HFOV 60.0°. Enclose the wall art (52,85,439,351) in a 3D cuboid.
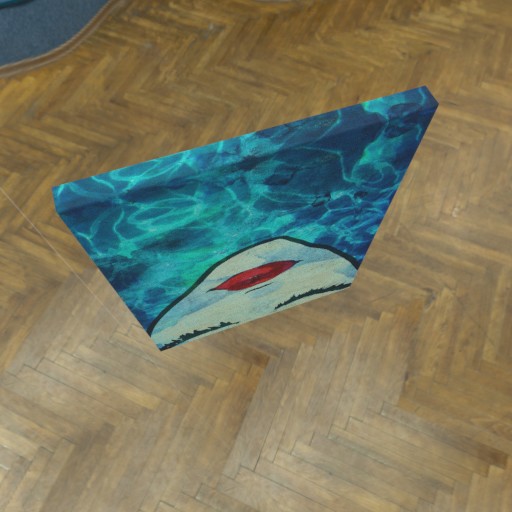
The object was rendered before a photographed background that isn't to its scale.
[{"bbox_3d":[0.000,0.000,0.846,0.508,0.635,0.038,-18,65,-9],"label":"wall art"}]
